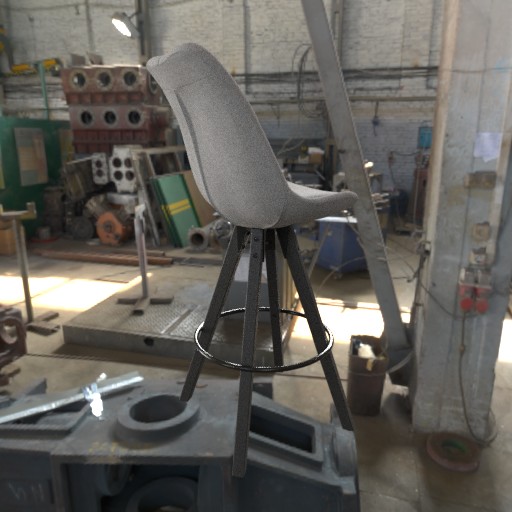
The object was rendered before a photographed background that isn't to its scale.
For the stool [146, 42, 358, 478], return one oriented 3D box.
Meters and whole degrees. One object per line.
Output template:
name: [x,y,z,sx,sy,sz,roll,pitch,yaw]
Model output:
stool: [0.000,0.000,1.352,0.550,1.115,0.485,-9,18,-29]
